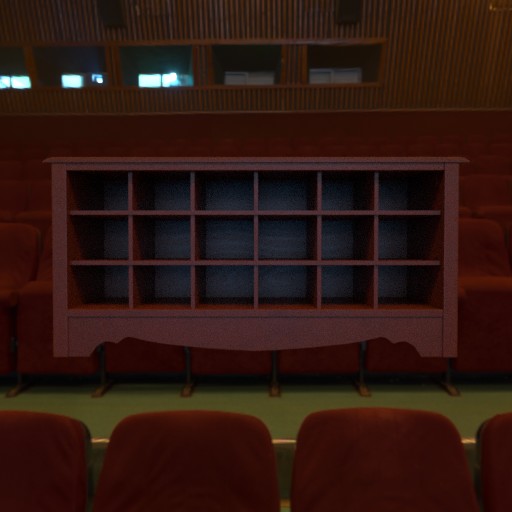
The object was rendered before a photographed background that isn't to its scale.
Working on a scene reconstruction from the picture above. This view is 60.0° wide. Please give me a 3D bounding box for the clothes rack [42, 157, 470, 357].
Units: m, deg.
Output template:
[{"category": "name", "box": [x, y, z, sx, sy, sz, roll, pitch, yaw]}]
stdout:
[{"category": "clothes rack", "box": [0.000, 0.000, 1.485, 1.251, 0.594, 0.362, 0, 1, 0]}]
